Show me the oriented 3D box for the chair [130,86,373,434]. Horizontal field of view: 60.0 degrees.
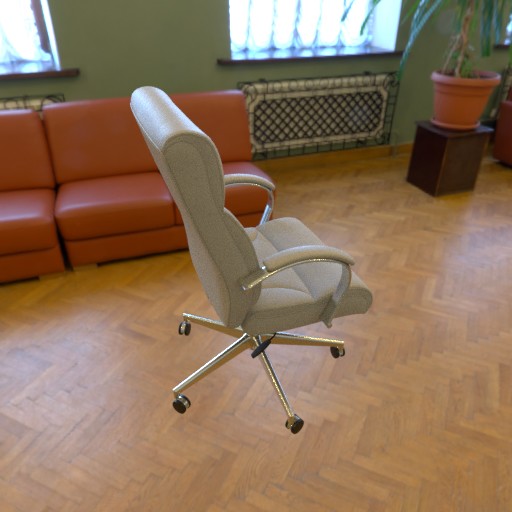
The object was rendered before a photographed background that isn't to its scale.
[{"bbox_3d":[0.000,0.000,1.579,0.745,1.099,0.727,-12,34,-18],"label":"chair"}]
